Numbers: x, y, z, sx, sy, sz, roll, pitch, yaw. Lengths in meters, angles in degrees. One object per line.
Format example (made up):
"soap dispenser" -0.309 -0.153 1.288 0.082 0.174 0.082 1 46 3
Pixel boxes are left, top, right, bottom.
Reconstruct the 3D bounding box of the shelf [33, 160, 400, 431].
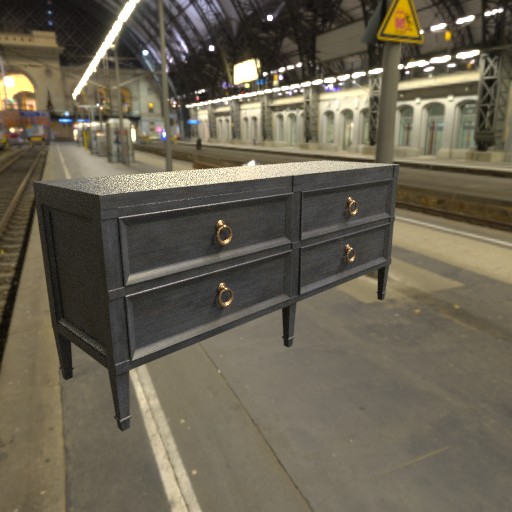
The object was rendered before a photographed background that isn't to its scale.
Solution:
"shelf" 0.000 0.000 1.910 0.479 0.719 1.575 15 21 43
